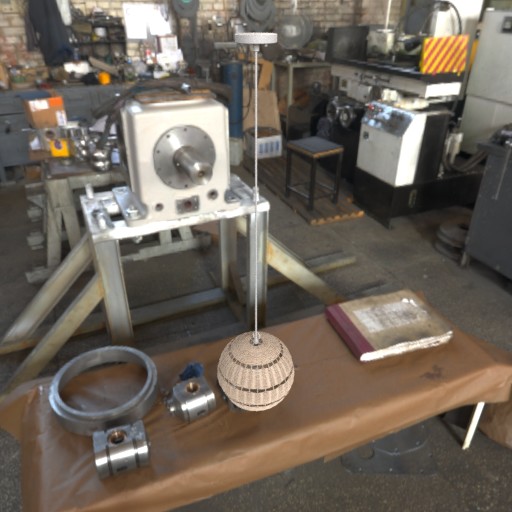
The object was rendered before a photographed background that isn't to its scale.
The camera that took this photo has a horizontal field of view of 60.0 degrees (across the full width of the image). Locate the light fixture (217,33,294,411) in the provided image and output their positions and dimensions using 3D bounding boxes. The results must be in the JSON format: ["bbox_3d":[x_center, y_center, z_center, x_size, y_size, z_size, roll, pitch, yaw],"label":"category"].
[{"bbox_3d":[0.000,0.000,2.251,0.457,2.019,0.457,18,34,29],"label":"light fixture"}]
